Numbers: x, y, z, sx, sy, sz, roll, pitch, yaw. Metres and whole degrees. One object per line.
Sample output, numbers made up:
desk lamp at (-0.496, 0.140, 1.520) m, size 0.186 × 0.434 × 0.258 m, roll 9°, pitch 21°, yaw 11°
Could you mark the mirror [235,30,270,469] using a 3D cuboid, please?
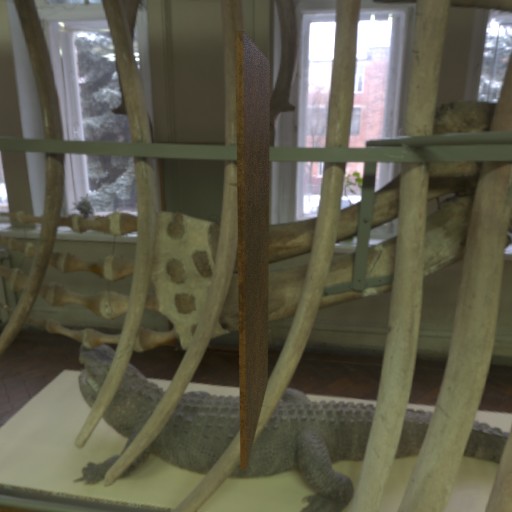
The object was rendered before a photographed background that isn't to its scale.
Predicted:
mirror at (0.000, 0.000, 2.372) m, size 0.032 × 2.031 × 0.812 m, roll 2°, pitch 16°, yaw 9°
